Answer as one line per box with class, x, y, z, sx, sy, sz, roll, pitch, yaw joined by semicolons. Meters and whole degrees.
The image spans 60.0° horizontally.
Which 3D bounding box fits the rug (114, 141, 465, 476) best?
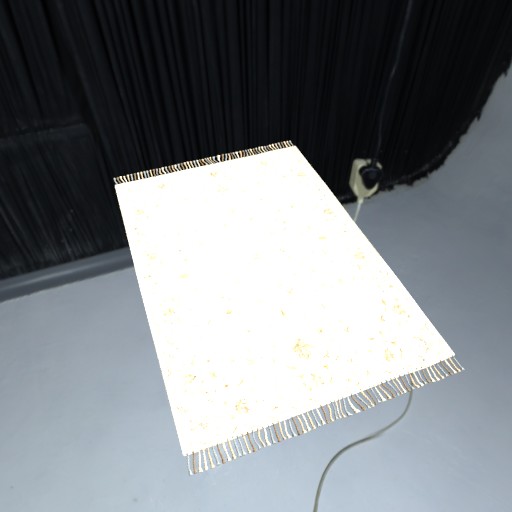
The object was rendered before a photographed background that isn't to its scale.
rug;0.000;0.000;2.323;1.218;0.017;1.861;-15;49;-14
